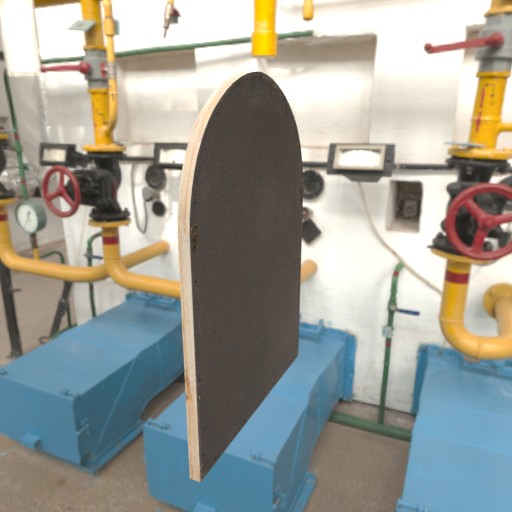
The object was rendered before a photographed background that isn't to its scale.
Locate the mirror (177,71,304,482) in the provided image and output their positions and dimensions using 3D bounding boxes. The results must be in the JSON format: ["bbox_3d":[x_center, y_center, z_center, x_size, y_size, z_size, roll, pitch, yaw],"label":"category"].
[{"bbox_3d":[0.000,0.000,1.193,0.032,0.920,0.660,8,18,24],"label":"mirror"}]
